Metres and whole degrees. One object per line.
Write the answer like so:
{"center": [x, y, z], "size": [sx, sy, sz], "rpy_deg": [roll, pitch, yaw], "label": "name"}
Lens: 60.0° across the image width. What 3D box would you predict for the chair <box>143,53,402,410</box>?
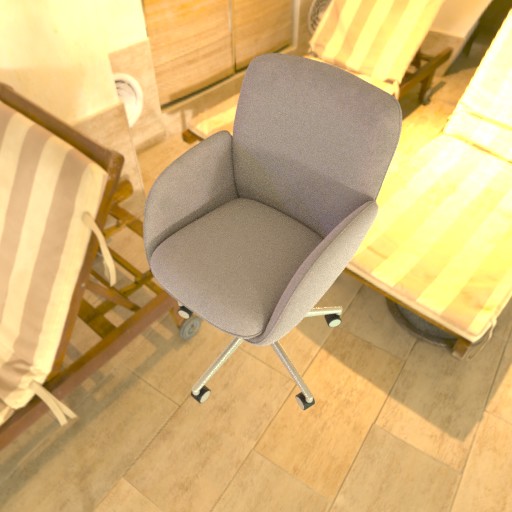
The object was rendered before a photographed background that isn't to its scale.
{"center": [0.000, 0.000, 1.357], "size": [0.648, 0.959, 0.654], "rpy_deg": [32, 55, 26], "label": "chair"}
